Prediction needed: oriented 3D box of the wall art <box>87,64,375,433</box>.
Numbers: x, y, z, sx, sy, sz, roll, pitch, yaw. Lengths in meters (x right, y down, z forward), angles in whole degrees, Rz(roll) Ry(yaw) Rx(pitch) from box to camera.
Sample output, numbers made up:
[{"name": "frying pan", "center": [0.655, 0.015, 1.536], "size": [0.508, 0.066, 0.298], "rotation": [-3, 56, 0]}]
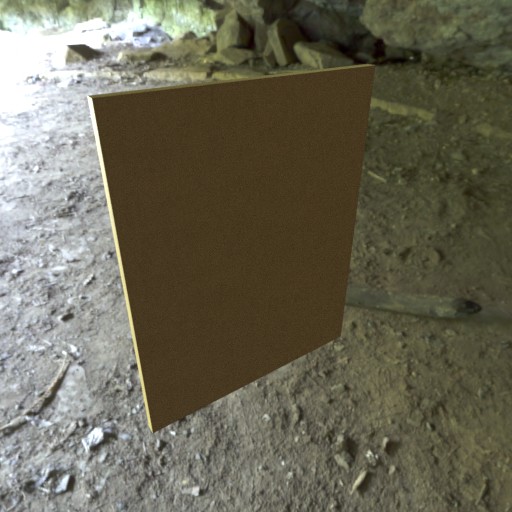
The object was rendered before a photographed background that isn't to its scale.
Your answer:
[{"name": "wall art", "center": [0.000, 0.000, 1.327], "size": [0.798, 1.002, 0.030], "rotation": [-19, 36, -29]}]
